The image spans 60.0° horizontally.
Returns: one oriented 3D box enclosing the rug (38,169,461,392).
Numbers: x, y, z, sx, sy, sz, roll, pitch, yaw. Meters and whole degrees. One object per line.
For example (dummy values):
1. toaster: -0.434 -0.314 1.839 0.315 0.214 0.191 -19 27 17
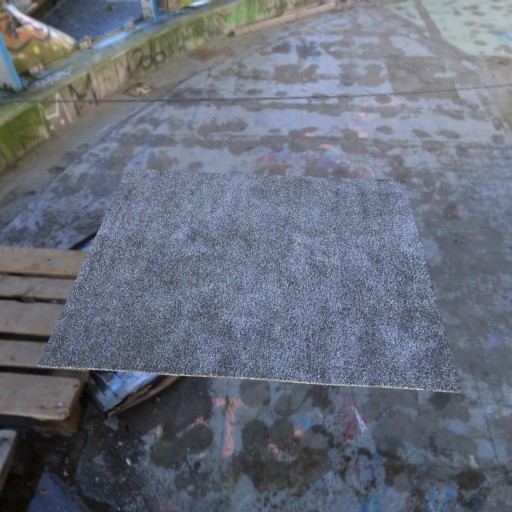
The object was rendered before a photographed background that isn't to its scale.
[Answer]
1. rug: 0.000 0.000 3.947 3.000 0.025 2.401 3 47 3
